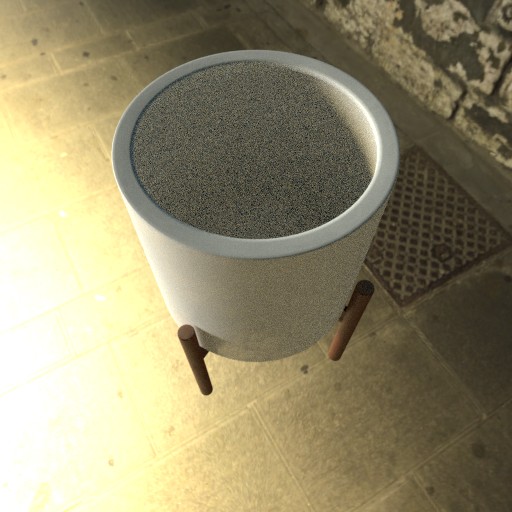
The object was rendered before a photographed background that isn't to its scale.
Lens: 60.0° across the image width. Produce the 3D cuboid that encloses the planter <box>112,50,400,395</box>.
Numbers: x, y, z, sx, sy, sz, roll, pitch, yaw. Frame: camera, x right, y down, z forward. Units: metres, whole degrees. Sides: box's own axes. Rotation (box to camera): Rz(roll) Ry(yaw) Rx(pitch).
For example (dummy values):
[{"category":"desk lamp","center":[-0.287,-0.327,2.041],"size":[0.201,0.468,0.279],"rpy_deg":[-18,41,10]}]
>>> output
[{"category":"planter","center":[0.000,0.000,0.933],"size":[0.417,0.670,0.417],"rpy_deg":[-14,60,-8]}]
